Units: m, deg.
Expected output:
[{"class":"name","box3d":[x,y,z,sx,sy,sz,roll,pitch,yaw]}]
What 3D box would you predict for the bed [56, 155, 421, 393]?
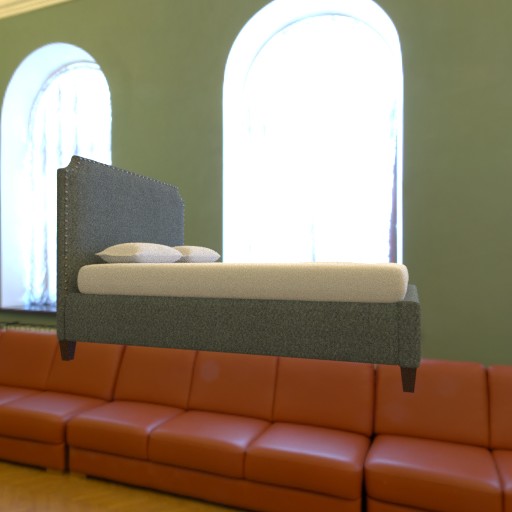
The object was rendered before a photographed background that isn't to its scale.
[{"class":"bed","box3d":[0.000,0.000,3.446,2.372,1.443,1.712,0,-1,19]}]
